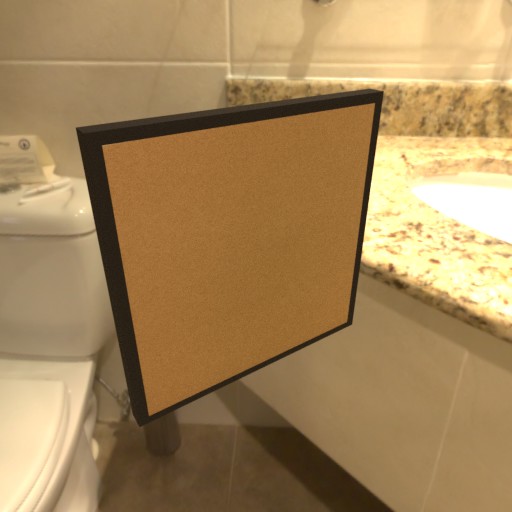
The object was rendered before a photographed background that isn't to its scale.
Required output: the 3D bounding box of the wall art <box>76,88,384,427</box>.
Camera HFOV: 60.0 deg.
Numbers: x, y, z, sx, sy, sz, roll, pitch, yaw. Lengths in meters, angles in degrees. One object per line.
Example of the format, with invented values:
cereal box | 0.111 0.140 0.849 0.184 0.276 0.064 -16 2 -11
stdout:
wall art | 0.000 0.000 0.778 0.508 0.507 0.033 -18 34 -29
